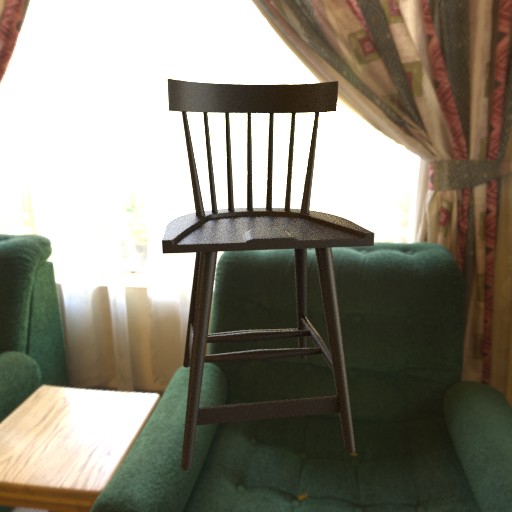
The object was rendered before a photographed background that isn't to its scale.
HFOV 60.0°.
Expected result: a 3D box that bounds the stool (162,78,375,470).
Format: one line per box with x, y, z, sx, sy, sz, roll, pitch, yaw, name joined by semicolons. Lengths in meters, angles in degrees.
0.000;0.000;1.279;0.494;0.953;0.549;-2;16;-8;stool
